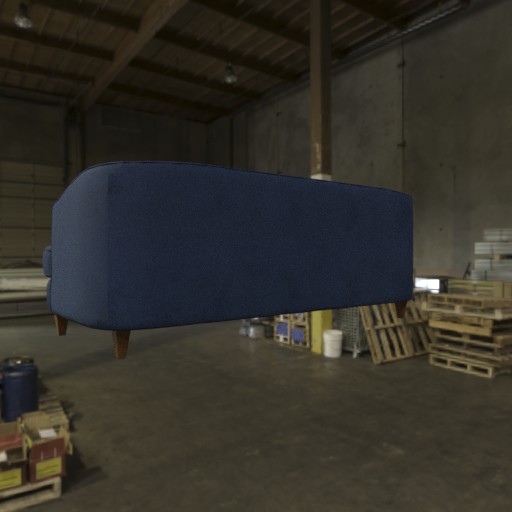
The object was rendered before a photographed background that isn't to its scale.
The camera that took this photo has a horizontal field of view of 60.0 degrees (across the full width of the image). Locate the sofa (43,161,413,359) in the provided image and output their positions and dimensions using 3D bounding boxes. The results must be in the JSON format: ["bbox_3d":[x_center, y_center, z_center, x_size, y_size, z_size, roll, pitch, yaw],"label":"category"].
[{"bbox_3d":[0.000,0.000,2.743,2.278,0.855,0.941,0,1,-36],"label":"sofa"}]
